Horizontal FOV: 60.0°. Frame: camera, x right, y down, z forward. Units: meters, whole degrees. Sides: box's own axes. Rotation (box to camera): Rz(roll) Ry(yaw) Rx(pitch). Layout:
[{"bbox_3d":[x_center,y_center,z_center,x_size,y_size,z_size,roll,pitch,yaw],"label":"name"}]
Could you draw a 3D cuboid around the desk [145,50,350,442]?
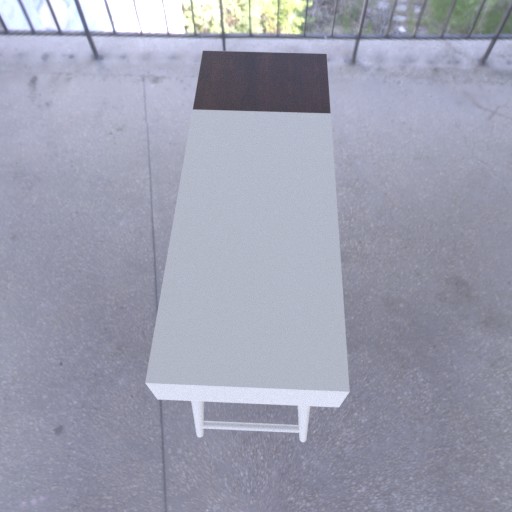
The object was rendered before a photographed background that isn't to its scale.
[{"bbox_3d":[0.000,0.000,1.465,0.409,0.761,1.069,2,58,1],"label":"desk"}]
